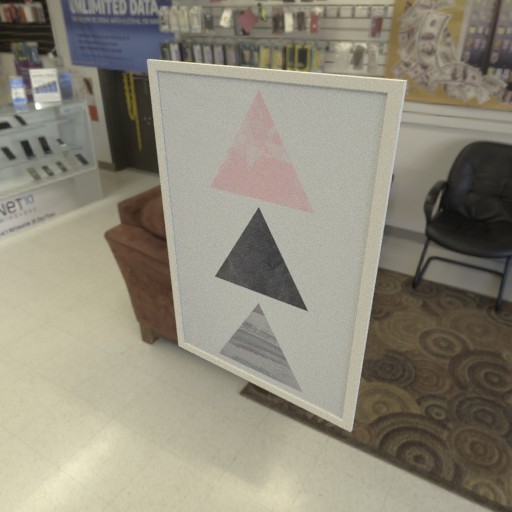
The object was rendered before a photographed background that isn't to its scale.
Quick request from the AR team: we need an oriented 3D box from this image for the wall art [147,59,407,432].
[{"bbox_3d":[0.000,0.000,1.198,0.659,0.940,0.013,18,34,29],"label":"wall art"}]
